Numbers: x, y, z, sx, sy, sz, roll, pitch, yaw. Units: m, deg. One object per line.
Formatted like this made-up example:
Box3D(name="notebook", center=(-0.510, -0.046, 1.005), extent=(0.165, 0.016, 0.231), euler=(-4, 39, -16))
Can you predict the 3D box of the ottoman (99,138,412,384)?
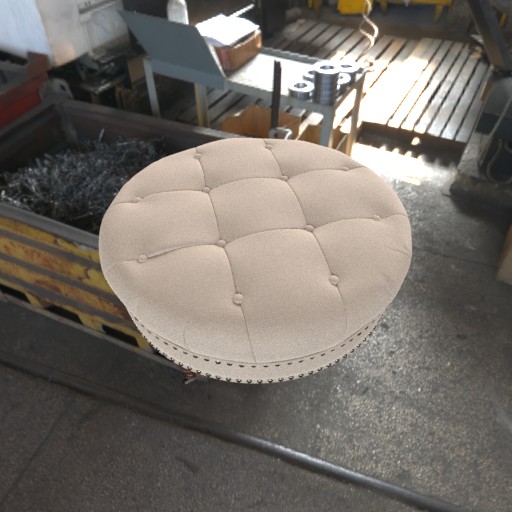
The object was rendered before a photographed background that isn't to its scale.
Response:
Box3D(name="ottoman", center=(0.000, 0.000, 1.413), extent=(0.901, 0.439, 0.901), euler=(0, 45, 0))
